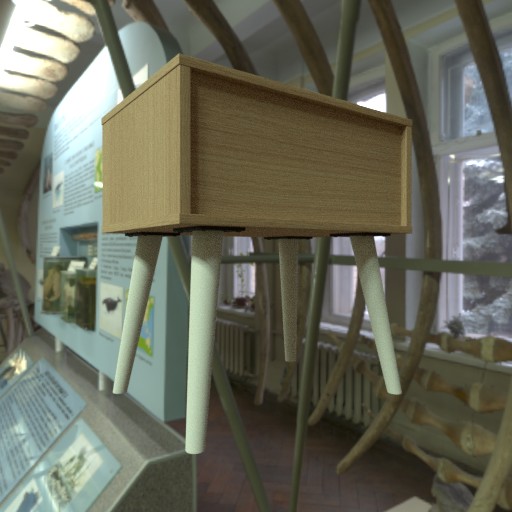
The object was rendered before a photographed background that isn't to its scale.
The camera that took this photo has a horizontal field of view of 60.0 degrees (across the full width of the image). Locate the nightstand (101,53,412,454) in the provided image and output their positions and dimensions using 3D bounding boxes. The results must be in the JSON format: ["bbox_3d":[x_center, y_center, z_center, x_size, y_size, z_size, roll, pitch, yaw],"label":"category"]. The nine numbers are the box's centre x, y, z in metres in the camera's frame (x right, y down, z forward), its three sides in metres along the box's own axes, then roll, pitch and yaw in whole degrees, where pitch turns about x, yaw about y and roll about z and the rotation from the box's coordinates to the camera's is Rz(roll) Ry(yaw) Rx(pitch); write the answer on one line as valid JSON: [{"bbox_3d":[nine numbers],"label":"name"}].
[{"bbox_3d":[0.000,0.000,0.994,0.571,0.610,0.407,0,0,-35],"label":"nightstand"}]
